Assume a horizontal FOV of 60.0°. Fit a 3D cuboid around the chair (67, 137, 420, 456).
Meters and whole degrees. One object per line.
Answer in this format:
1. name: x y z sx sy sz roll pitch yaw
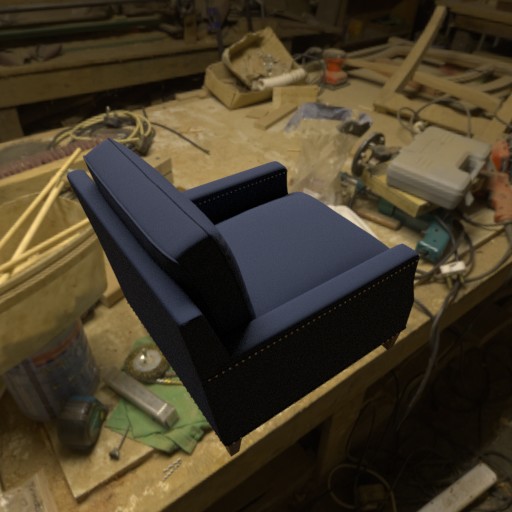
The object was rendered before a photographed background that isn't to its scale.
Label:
1. chair: 0.000 0.000 1.697 1.014 0.943 0.853 -25 46 -26
